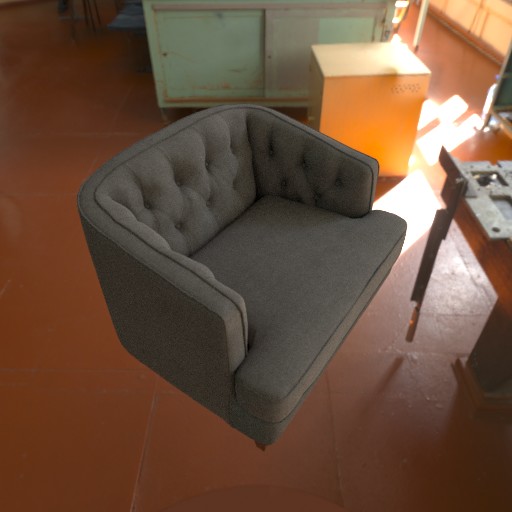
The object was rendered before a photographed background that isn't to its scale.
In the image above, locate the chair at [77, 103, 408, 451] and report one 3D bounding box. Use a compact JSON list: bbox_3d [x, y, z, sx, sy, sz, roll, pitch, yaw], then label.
[{"bbox_3d":[0.000,0.000,1.811,0.941,0.852,1.104,24,46,25],"label":"chair"}]
